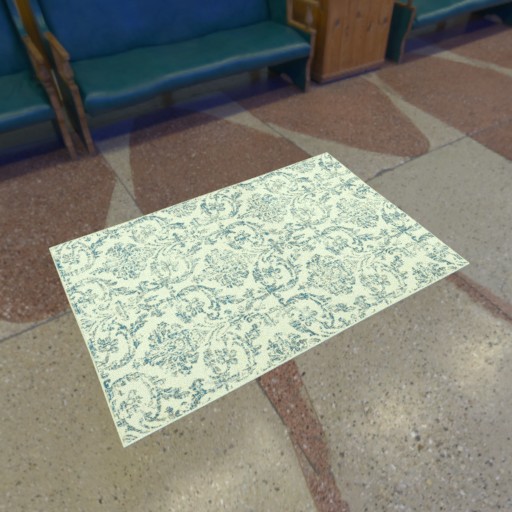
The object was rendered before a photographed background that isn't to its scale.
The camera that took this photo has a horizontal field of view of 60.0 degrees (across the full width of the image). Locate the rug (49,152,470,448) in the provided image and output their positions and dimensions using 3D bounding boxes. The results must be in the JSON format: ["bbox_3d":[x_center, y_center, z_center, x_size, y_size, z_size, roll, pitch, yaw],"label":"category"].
[{"bbox_3d":[0.000,0.000,3.460,2.746,0.018,1.819,-23,50,-21],"label":"rug"}]
